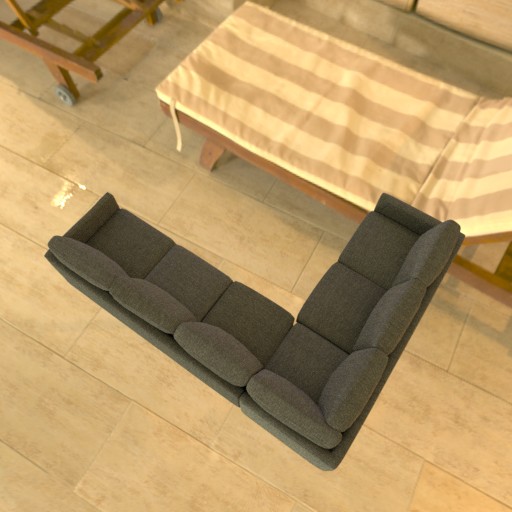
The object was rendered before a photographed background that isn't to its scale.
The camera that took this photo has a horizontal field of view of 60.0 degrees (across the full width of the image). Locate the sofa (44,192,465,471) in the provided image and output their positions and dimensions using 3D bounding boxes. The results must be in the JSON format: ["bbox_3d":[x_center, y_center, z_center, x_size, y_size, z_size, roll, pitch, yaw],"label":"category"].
[{"bbox_3d":[0.000,0.000,4.519,3.302,0.947,2.593,32,67,15],"label":"sofa"}]
